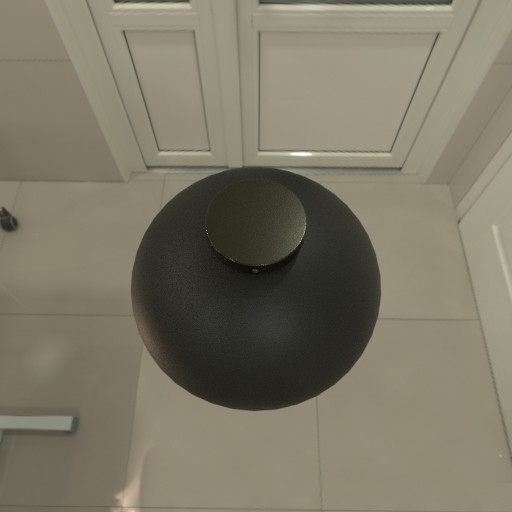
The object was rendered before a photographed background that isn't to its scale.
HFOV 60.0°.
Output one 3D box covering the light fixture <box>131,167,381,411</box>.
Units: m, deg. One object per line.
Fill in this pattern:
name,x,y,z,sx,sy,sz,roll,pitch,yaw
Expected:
light fixture,0.000,0.000,0.567,0.355,0.177,0.355,0,63,0
